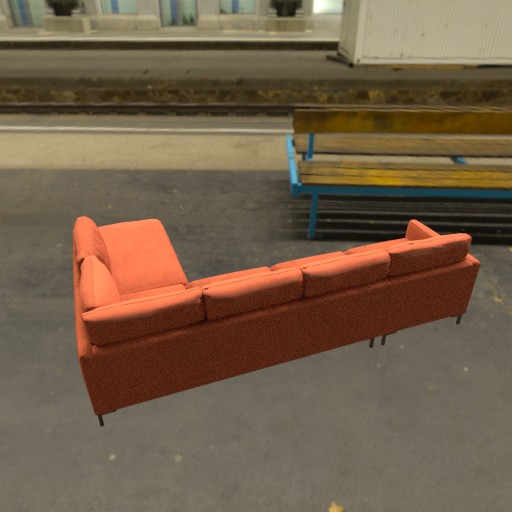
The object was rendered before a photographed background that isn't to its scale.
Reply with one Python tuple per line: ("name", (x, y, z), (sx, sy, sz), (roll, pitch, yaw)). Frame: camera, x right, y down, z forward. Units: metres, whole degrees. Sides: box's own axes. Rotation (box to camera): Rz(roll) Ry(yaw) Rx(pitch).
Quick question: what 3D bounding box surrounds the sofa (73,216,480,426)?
("sofa", (0.000, 0.000, 3.543), (2.736, 0.757, 1.879), (-11, 33, -18))
